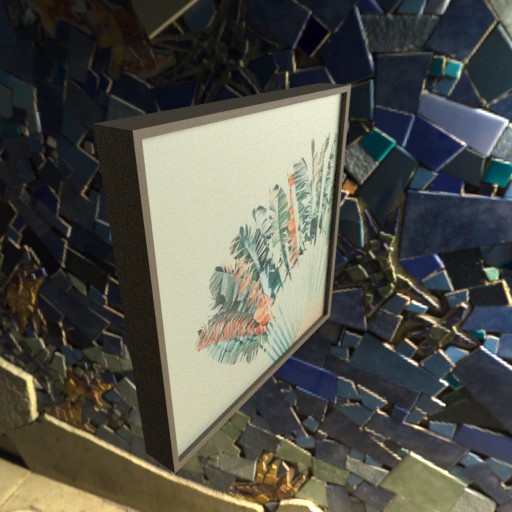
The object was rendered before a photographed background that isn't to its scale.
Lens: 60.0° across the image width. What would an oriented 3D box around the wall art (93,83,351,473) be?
[{"bbox_3d":[0.000,0.000,0.451,0.038,0.303,0.304,18,32,31],"label":"wall art"}]
